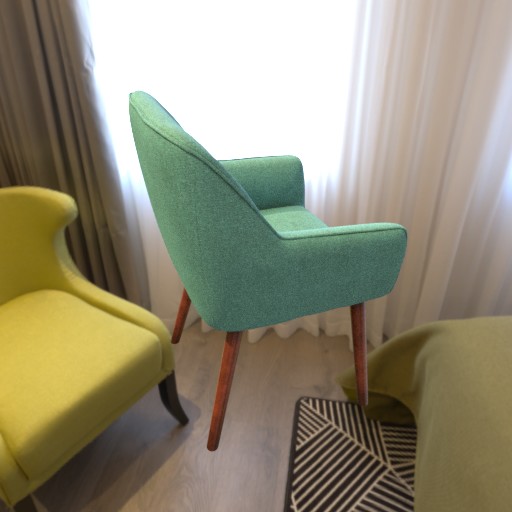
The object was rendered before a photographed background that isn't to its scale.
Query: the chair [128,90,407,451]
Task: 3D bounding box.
[{"bbox_3d":[0.000,0.000,1.161,0.519,0.803,0.543,-11,32,-19],"label":"chair"}]
